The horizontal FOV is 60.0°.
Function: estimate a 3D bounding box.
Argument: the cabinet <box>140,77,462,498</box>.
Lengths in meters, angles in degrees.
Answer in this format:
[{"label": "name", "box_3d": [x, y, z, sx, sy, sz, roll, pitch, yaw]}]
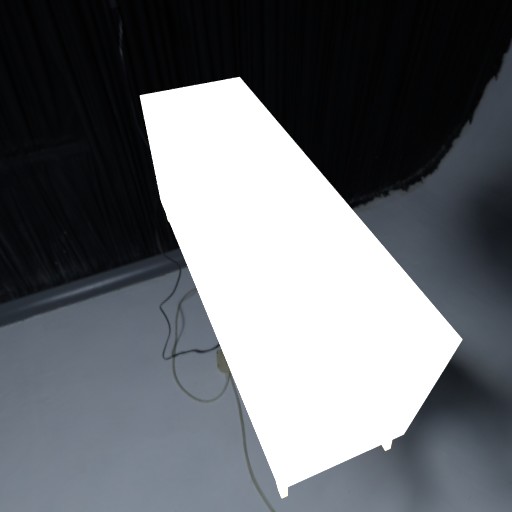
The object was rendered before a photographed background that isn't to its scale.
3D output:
[{"label": "cabinet", "box_3d": [0.000, 0.000, 1.910, 0.500, 0.780, 1.649, -17, 49, -15]}]
